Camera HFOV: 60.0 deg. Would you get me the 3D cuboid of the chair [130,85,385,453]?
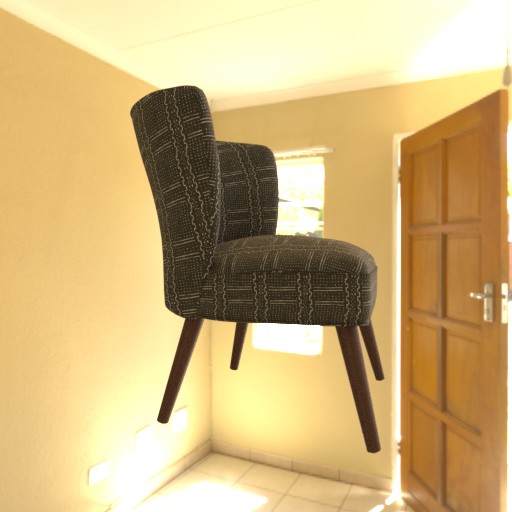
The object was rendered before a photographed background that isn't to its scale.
[{"bbox_3d":[0.000,0.000,1.367,0.758,0.866,0.710,0,1,17],"label":"chair"}]
